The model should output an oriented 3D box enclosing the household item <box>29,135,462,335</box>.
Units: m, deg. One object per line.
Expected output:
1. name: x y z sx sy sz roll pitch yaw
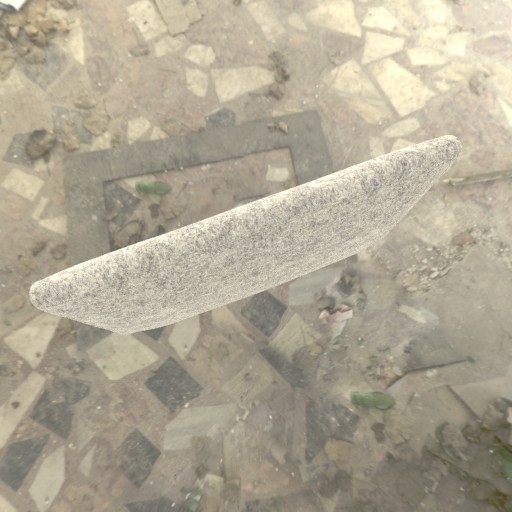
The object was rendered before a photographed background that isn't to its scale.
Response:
1. household item: 0.000 0.000 0.428 0.335 0.221 0.057 -20 76 -5
